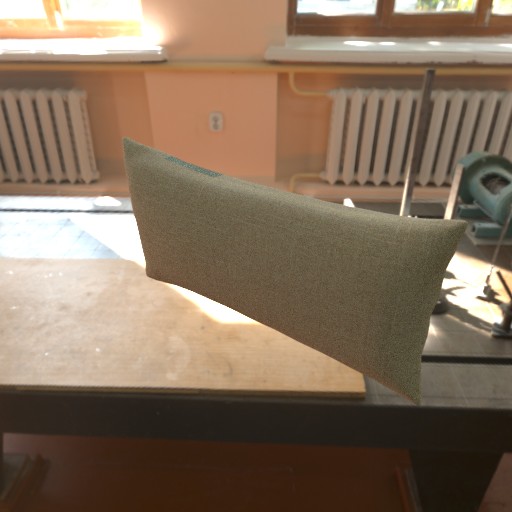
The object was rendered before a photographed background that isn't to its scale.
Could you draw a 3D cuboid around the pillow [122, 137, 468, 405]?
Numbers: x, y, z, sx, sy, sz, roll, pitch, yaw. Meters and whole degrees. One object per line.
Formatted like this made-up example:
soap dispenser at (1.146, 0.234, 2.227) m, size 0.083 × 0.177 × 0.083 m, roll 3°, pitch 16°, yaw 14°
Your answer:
pillow at (0.000, 0.000, 1.041) m, size 0.859 × 0.429 × 0.197 m, roll 21°, pitch 36°, yaw 32°
